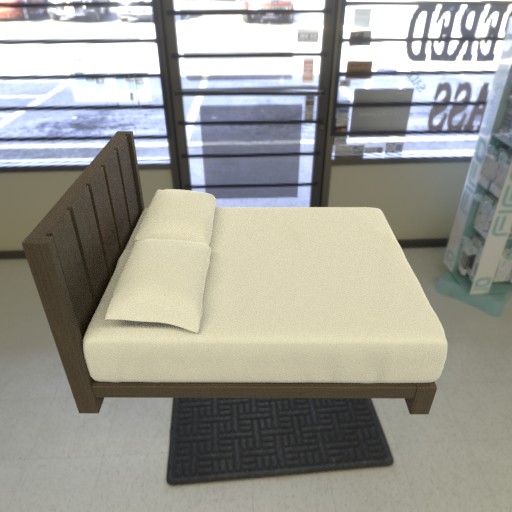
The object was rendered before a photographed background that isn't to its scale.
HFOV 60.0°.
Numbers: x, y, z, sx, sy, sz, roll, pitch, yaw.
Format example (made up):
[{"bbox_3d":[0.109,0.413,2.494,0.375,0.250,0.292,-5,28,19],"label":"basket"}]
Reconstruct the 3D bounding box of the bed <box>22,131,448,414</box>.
[{"bbox_3d":[0.000,0.000,3.189,2.242,1.270,1.727,0,33,0],"label":"bed"}]
